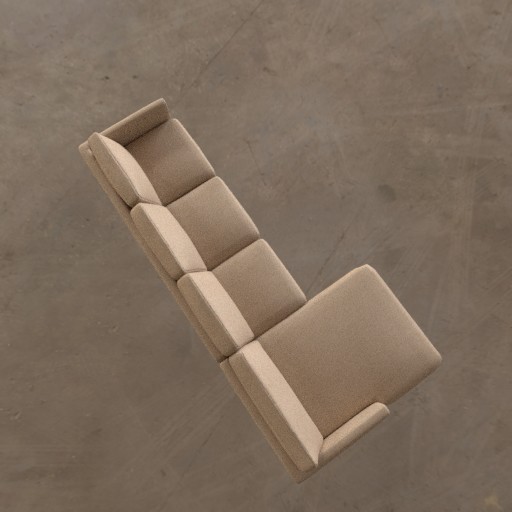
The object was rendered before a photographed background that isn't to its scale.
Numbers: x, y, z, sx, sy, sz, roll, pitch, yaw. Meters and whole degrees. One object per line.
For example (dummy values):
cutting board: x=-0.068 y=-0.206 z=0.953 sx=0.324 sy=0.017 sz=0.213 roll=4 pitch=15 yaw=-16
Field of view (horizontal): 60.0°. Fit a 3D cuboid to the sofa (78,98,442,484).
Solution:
sofa: x=0.000 y=0.000 z=3.742 sx=1.502 sy=0.876 sz=3.201 roll=-34 pitch=79 yaw=-8
